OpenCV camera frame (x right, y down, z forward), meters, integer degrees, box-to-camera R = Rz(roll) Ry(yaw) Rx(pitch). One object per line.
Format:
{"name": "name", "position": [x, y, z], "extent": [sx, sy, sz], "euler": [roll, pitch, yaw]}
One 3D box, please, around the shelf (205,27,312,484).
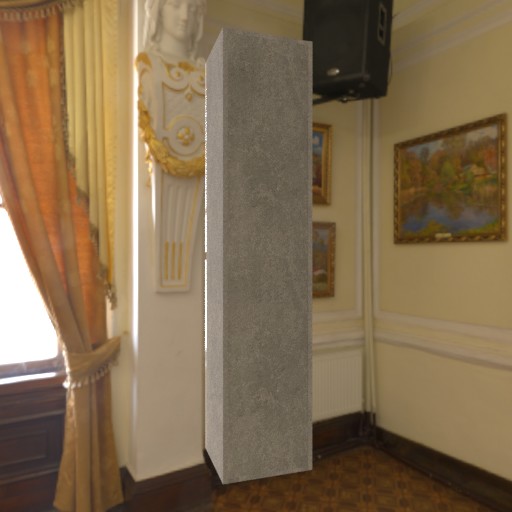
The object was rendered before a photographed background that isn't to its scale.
{"name": "shelf", "position": [0.000, 0.000, 1.532], "extent": [0.300, 1.400, 0.270], "euler": [0, 0, -18]}
